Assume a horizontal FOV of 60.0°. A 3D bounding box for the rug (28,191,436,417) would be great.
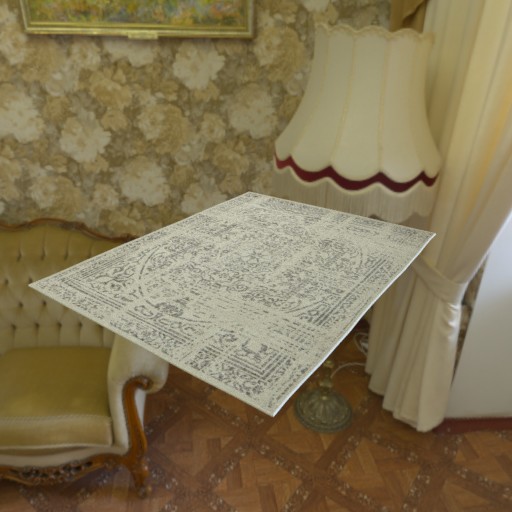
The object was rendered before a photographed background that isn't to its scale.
[{"bbox_3d":[0.000,0.000,3.917,2.311,0.032,2.921,17,31,32],"label":"rug"}]
